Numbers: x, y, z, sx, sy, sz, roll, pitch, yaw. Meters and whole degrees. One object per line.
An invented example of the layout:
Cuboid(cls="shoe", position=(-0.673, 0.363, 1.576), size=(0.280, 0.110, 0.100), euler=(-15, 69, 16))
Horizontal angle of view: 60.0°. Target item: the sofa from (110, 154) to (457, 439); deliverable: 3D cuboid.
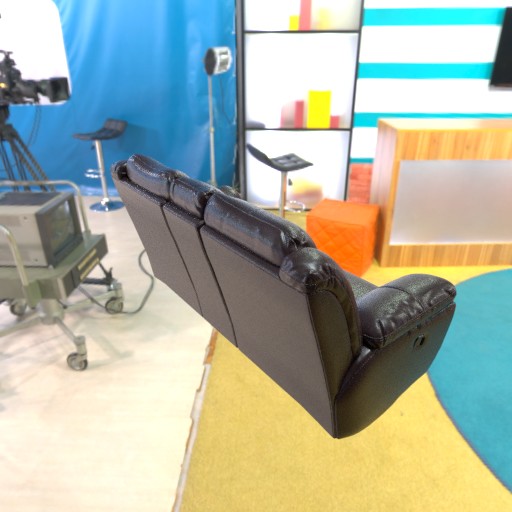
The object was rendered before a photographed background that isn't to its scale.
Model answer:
Cuboid(cls="sofa", position=(0.000, 0.000, 2.630), size=(0.991, 1.043, 2.058), euler=(-18, 31, -32))
